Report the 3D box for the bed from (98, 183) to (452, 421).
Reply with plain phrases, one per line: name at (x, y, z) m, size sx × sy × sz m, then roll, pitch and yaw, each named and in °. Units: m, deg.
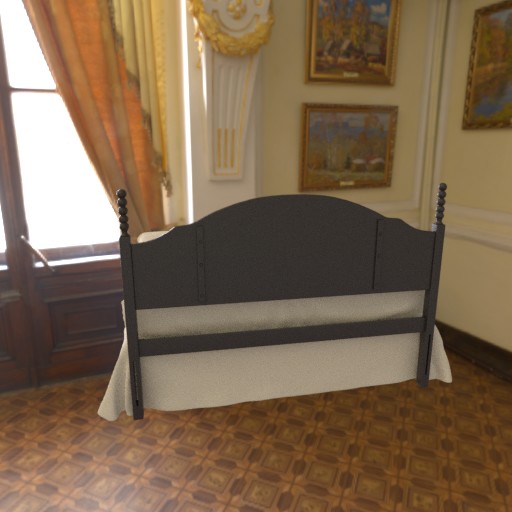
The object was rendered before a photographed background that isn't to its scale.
bed at (0.000, 0.000, 3.668) m, size 2.322 × 1.355 × 2.219 m, roll -3°, pitch 15°, yaw -11°
